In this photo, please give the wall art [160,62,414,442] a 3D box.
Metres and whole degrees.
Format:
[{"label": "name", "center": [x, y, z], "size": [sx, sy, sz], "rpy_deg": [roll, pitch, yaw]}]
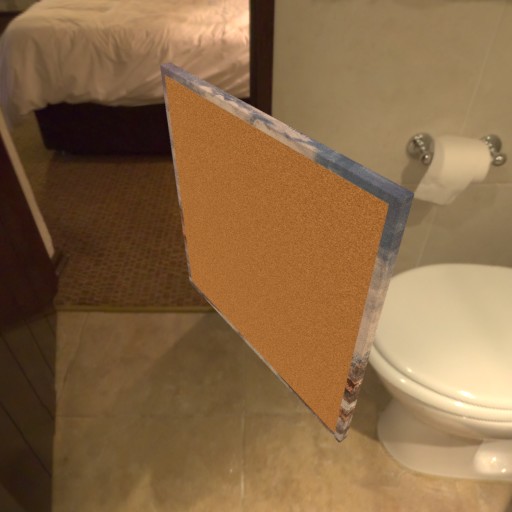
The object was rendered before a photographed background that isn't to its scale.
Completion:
[{"label": "wall art", "center": [0.000, 0.000, 1.340], "size": [0.035, 0.897, 0.888], "rpy_deg": [-27, 48, -27]}]
